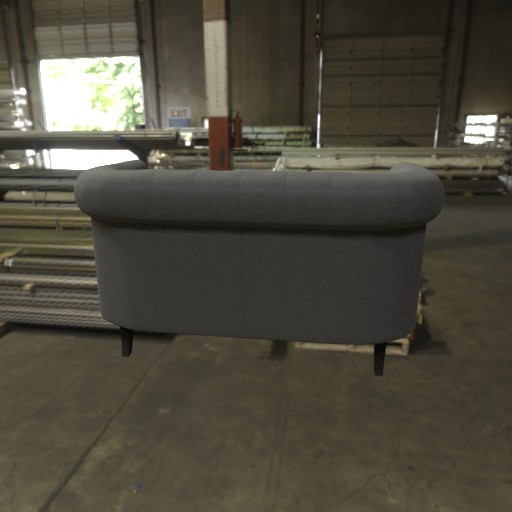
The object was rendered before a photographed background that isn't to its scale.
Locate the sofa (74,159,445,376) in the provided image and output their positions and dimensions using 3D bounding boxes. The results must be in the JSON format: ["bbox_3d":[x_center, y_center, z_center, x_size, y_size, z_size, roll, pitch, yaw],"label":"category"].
[{"bbox_3d":[0.000,0.000,2.031,1.558,0.827,0.835,2,16,8],"label":"sofa"}]
